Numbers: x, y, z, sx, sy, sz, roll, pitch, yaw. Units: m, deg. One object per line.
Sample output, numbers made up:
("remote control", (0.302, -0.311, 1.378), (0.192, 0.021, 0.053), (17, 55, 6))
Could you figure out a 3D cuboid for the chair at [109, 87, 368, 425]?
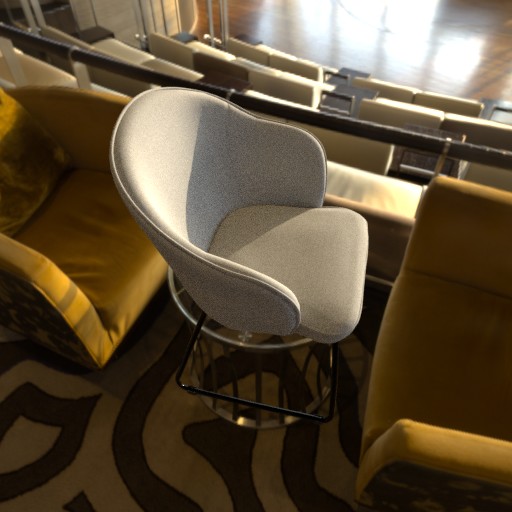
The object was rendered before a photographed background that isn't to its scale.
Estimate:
("chair", (0.000, 0.000, 1.214), (0.592, 0.817, 0.570), (9, 48, 8))
